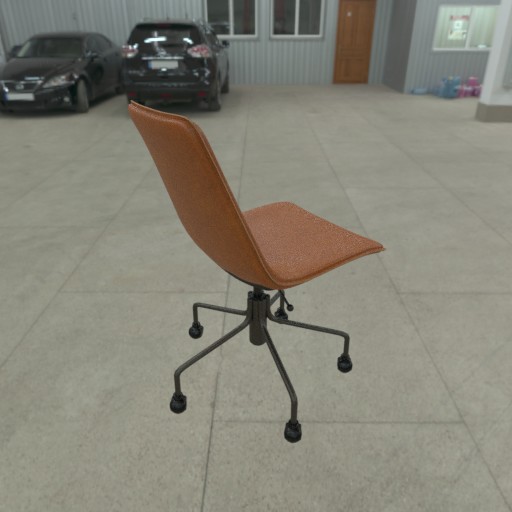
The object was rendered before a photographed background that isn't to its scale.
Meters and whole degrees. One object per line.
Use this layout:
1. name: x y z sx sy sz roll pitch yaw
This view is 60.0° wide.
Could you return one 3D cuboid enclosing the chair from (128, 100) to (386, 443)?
1. chair: 0.000 0.000 1.350 0.660 0.920 0.651 -18 33 -31
